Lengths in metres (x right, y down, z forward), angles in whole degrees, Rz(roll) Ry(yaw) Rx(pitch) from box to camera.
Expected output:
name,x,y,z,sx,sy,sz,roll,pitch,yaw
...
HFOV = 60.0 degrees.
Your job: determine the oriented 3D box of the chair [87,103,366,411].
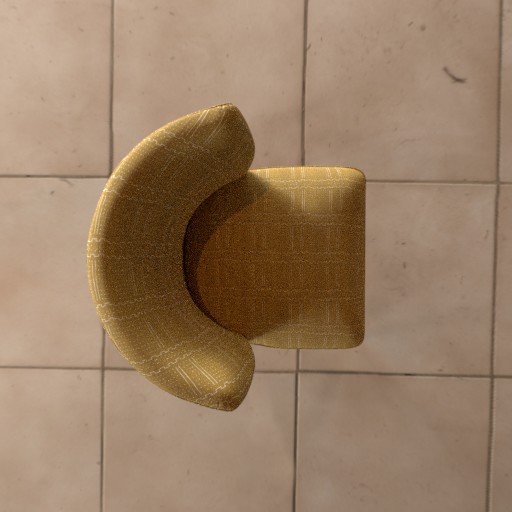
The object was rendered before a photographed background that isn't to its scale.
name,x,y,z,sx,sy,sz,roll,pitch,yaw
chair,0.000,0.000,1.407,0.758,0.866,0.706,0,91,0
